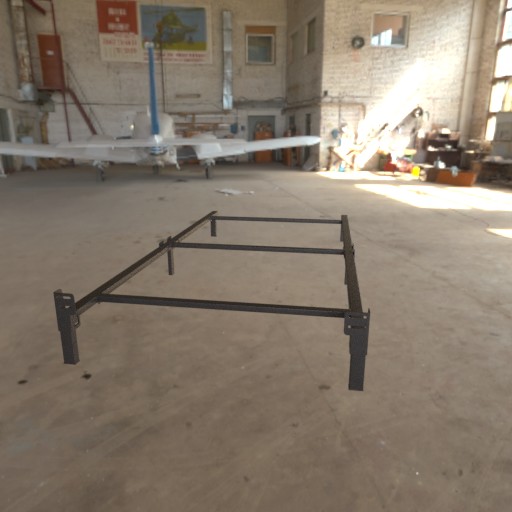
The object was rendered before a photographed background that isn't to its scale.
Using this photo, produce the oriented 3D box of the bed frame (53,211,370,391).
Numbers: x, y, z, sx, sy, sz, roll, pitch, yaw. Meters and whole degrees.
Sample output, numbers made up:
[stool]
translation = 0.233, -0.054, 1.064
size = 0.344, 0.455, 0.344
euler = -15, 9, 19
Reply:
[bed frame]
translation = 0.000, 0.000, 2.236
size = 0.968, 0.248, 1.897
euler = 3, 16, 9
